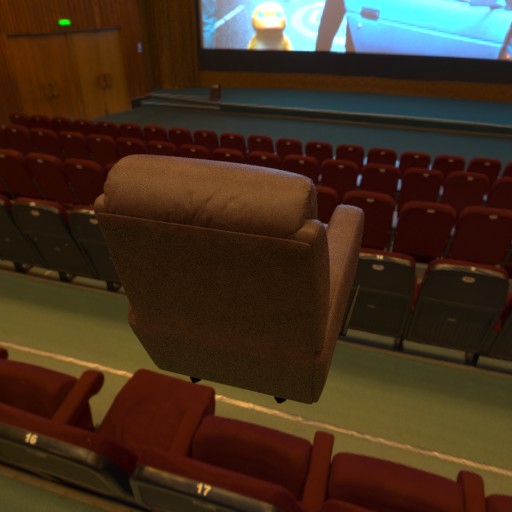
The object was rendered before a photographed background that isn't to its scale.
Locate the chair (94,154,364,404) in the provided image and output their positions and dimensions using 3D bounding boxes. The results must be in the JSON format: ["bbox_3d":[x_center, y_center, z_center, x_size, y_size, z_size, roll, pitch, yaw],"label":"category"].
[{"bbox_3d":[0.000,0.000,1.849,0.865,1.067,1.067,9,32,14],"label":"chair"}]
